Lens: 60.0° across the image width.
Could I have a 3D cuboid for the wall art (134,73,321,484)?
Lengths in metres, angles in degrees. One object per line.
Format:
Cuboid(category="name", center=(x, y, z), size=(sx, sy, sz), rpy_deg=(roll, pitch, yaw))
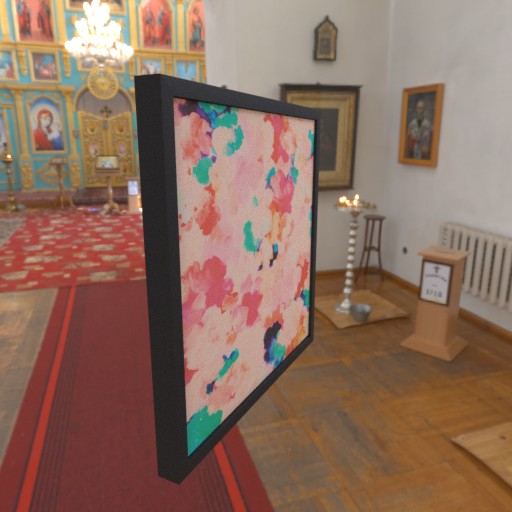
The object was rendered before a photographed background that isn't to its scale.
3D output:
Cuboid(category="wall art", center=(0.000, 0.000, 0.747), size=(0.036, 0.503, 0.506), rpy_deg=(7, 15, 26))
